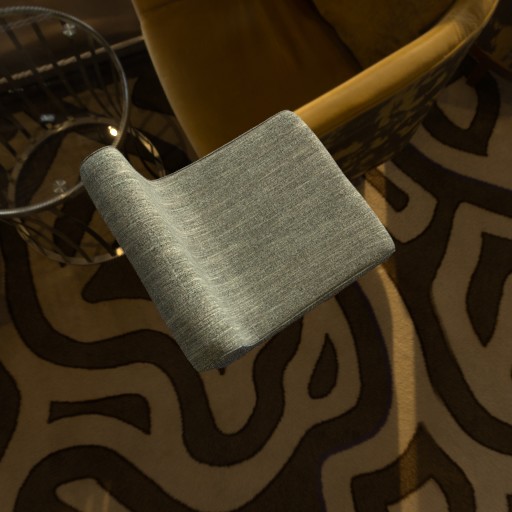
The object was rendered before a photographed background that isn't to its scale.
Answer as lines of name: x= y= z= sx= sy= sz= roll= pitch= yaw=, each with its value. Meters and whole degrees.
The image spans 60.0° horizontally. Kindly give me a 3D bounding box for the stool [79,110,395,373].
stool: x=0.000 y=0.000 z=1.215 sx=0.499 sy=0.965 sz=0.426 roll=-32 pitch=78 yaw=-8
